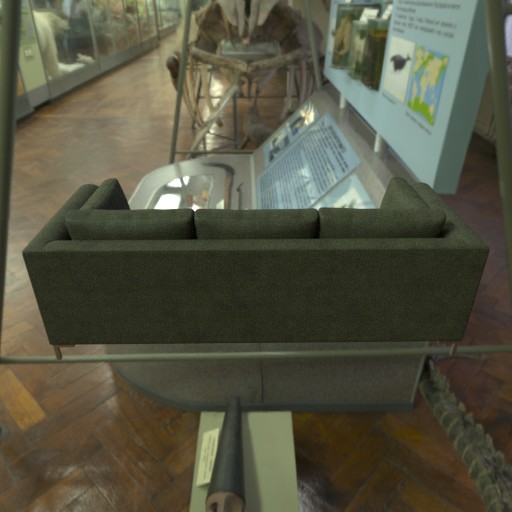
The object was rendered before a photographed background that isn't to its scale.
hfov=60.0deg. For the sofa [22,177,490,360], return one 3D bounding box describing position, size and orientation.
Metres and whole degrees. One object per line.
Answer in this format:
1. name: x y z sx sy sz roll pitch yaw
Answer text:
1. sofa: 0.000 0.000 2.847 2.415 0.867 0.969 0 30 -1
